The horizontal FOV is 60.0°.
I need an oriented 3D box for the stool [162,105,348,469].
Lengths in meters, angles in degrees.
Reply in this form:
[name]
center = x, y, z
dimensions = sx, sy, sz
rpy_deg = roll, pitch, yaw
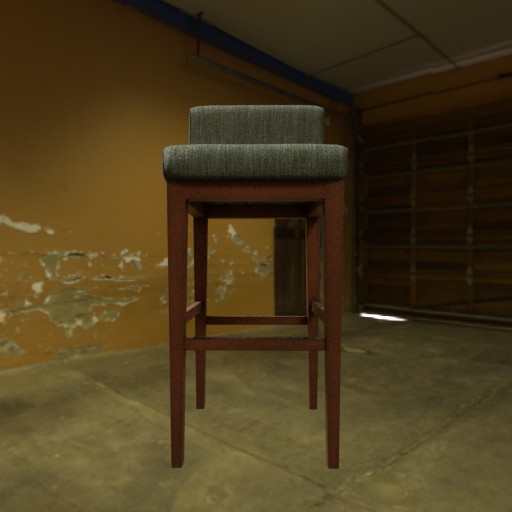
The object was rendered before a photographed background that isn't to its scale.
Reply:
[stool]
center = 0.000, 0.000, 1.225
dimensions = 0.426, 0.965, 0.499
rpy_deg = 0, 0, 1
